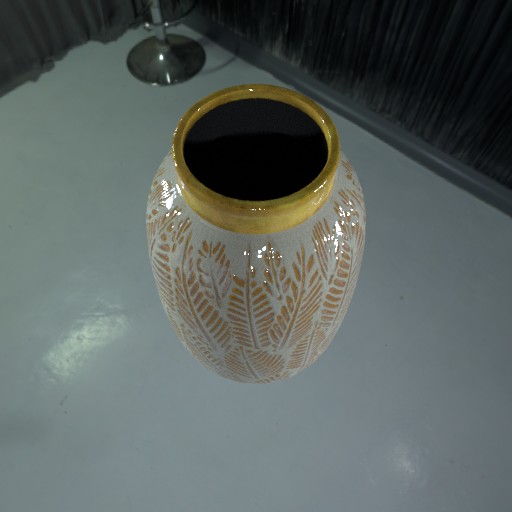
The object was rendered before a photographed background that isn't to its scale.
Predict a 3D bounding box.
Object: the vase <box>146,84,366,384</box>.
[{"bbox_3d":[0.000,0.000,0.370,0.172,0.270,0.172,0,61,0],"label":"vase"}]
